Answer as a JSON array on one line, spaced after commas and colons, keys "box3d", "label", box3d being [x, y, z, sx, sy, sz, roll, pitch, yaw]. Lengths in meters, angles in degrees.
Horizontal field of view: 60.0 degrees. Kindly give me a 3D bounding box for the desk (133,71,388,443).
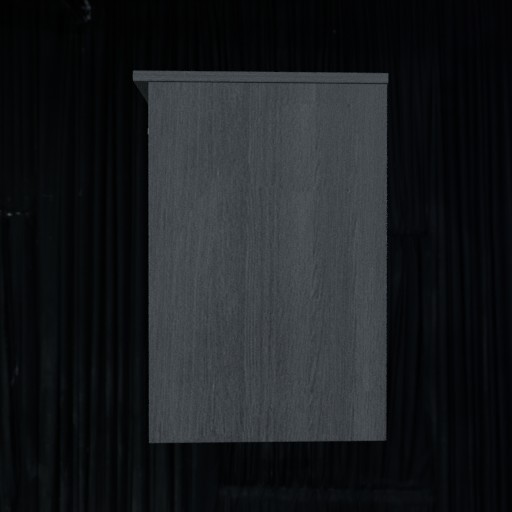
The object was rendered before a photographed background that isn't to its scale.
[{"box3d": [0.000, 0.000, 1.313, 0.498, 0.724, 0.893, 0, 0, -1], "label": "desk"}]
